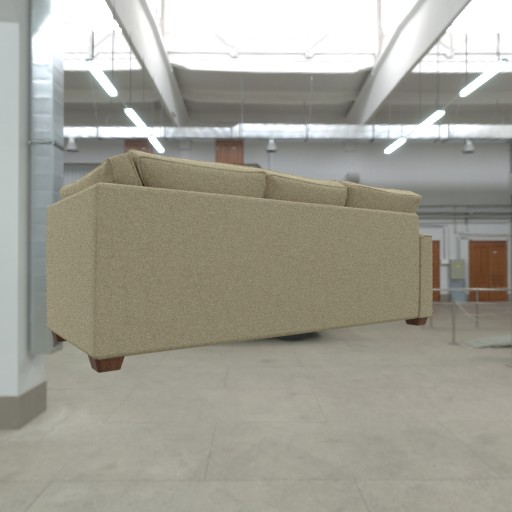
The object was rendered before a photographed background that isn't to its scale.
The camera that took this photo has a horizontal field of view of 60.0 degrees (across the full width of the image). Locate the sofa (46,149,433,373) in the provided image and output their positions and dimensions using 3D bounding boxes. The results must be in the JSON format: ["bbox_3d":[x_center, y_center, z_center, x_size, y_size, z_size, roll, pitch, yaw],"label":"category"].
[{"bbox_3d":[0.000,0.000,2.846,2.317,0.962,1.061,0,-1,-36],"label":"sofa"}]
